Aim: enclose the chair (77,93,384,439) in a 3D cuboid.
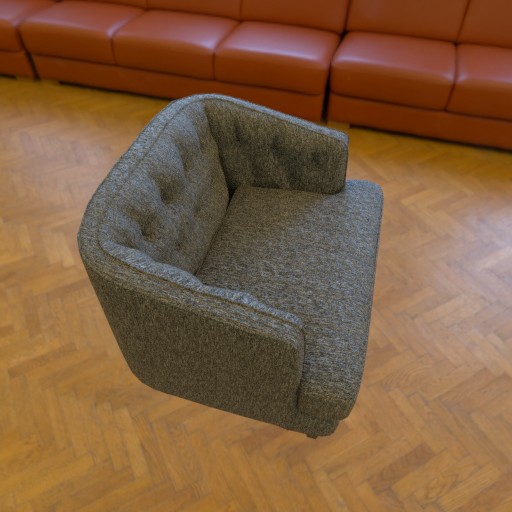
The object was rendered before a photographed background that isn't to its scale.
[{"bbox_3d":[0.000,0.000,1.765,0.941,0.852,1.104,11,49,10],"label":"chair"}]
